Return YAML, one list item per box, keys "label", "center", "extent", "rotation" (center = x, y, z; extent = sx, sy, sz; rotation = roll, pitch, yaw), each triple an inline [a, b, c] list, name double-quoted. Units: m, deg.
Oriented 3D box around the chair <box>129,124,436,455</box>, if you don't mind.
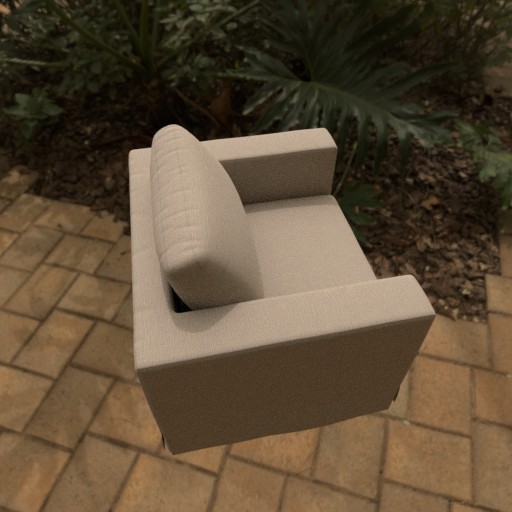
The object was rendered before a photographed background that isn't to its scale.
- label: "chair"
  center: [0.000, 0.000, 1.826]
  extent: [0.957, 0.878, 1.150]
  rotation: [-9, 48, -8]
